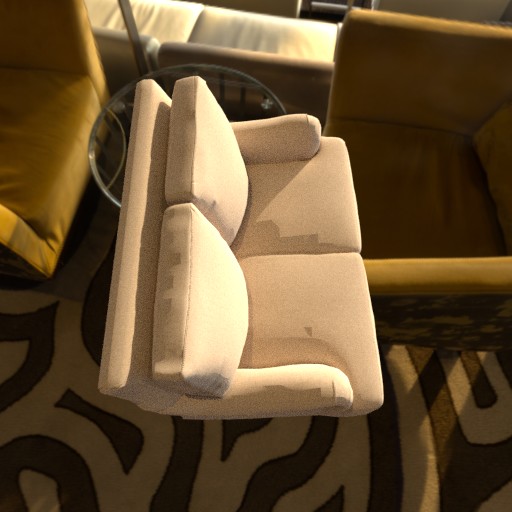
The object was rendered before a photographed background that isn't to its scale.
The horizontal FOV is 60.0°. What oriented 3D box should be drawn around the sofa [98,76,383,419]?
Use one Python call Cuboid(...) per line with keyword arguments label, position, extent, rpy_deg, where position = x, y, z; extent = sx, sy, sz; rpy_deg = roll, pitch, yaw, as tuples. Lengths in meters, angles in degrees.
Cuboid(label="sofa", position=(0.000, 0.000, 2.183), extent=(1.087, 1.048, 1.508), rpy_deg=(-1, 64, -1))
